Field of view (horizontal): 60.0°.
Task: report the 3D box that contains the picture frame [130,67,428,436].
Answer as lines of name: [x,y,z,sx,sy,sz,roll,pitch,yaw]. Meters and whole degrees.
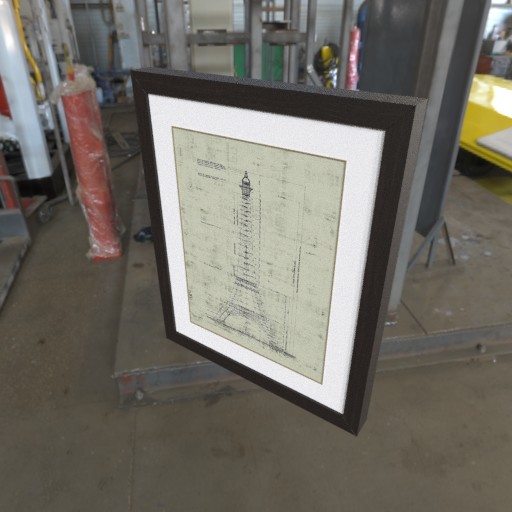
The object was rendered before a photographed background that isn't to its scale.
picture frame: [0.000,0.000,0.750,0.452,0.555,0.044,19,36,29]
